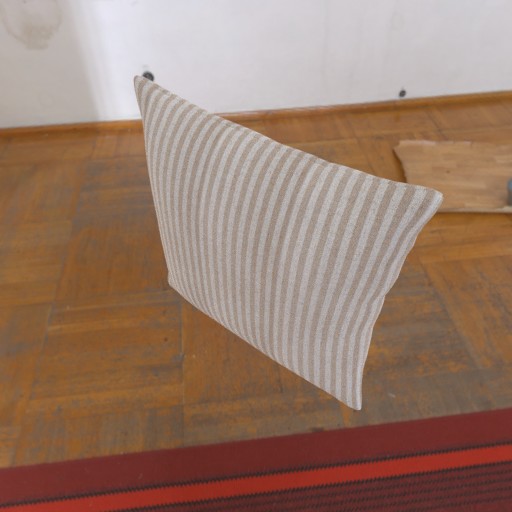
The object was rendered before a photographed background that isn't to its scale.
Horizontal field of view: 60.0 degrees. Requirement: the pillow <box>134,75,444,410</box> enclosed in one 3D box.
[{"bbox_3d":[0.000,0.000,0.784,0.523,0.510,0.166,29,52,26],"label":"pillow"}]
